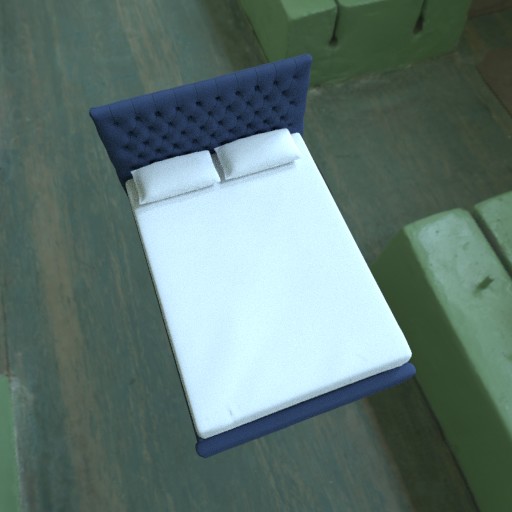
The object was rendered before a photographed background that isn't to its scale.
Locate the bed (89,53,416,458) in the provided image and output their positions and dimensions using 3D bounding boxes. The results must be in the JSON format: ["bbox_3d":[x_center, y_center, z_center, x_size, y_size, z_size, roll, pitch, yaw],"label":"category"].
[{"bbox_3d":[0.000,0.000,3.400,1.706,1.427,2.387,-18,65,-8],"label":"bed"}]
